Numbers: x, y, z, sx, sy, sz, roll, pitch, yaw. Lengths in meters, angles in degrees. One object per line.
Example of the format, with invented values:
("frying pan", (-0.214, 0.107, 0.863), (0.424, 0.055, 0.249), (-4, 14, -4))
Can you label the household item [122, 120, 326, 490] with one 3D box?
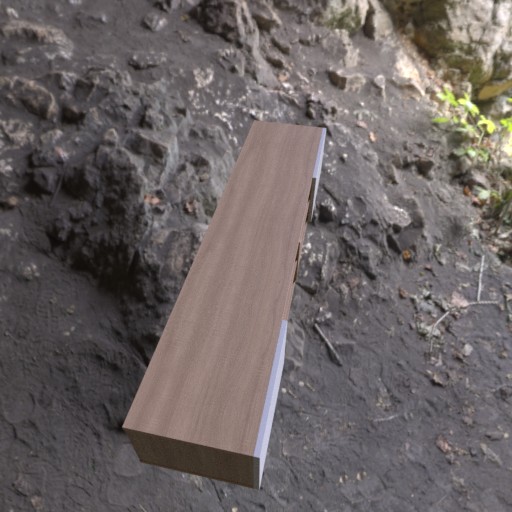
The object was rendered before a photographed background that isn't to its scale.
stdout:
("household item", (0.000, 0.000, 2.031), (0.420, 0.310, 1.850), (9, 47, 8))
